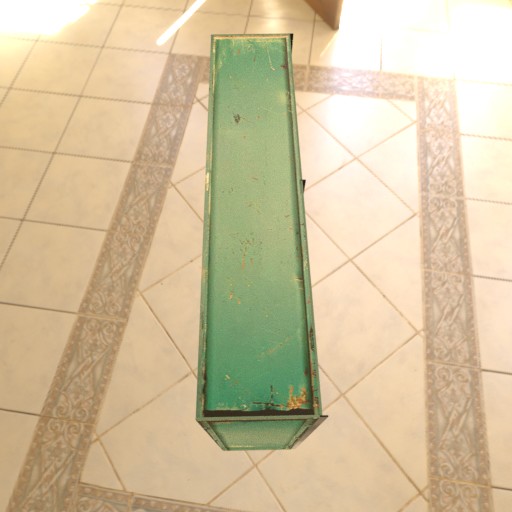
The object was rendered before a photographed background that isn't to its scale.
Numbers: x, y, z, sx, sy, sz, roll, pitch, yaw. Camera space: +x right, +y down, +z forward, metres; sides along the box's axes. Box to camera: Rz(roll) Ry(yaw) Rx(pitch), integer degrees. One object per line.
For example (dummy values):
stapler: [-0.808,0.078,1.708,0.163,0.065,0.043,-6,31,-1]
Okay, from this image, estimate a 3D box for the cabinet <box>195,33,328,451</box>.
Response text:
cabinet: [0.000,0.000,3.914,0.680,2.160,3.001,-1,62,-1]
